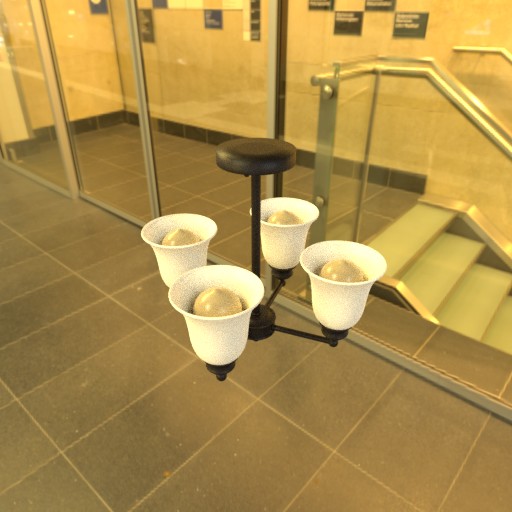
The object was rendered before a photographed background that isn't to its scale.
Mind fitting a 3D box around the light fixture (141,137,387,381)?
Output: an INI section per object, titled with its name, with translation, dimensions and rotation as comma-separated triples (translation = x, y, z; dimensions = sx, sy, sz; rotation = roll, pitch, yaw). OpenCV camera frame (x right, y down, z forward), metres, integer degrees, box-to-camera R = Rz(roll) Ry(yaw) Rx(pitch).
[light fixture]
translation = 0.000, 0.000, 1.882
dimensions = 1.069, 0.925, 1.069
rotation = 11, 32, 19
